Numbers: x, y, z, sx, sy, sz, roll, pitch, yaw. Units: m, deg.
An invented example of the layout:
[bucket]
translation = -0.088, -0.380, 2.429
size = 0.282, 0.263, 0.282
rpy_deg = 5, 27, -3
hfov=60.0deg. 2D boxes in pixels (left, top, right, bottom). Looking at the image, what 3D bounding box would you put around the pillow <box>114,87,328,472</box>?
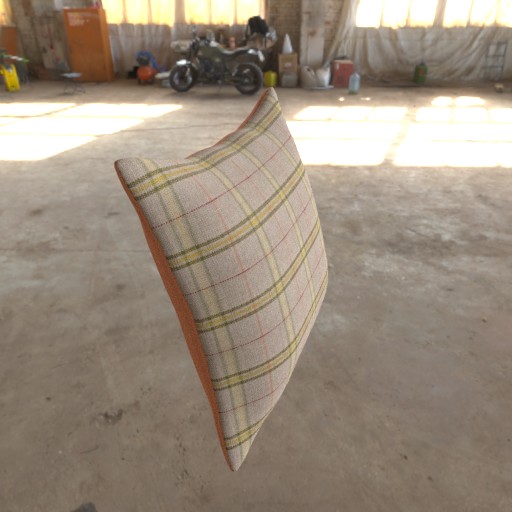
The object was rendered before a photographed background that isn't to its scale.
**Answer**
[pillow]
translation = 0.000, 0.000, 0.694
size = 0.200, 0.430, 0.453
rpy_deg = 11, 31, 18
